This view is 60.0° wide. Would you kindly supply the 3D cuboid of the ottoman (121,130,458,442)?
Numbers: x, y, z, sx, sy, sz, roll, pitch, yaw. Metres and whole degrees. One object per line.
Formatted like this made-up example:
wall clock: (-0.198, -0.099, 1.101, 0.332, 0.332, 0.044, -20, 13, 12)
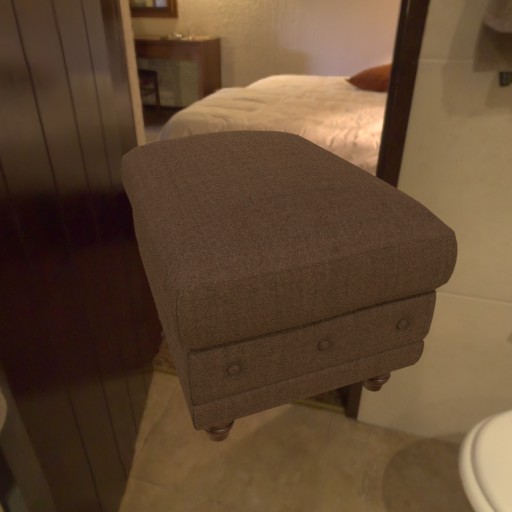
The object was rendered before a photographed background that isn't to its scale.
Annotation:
ottoman: (0.000, 0.000, 1.205, 0.599, 0.555, 0.809, -11, 32, -18)
